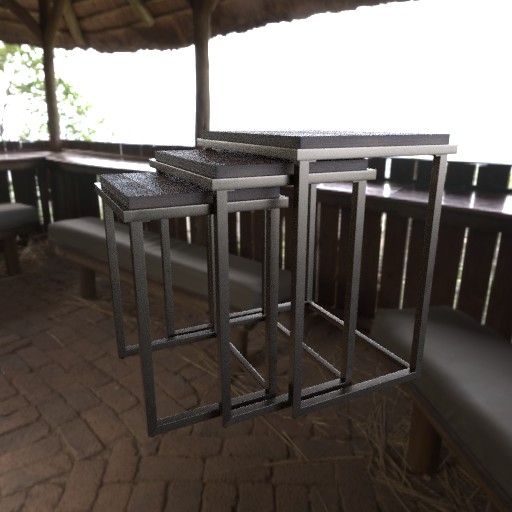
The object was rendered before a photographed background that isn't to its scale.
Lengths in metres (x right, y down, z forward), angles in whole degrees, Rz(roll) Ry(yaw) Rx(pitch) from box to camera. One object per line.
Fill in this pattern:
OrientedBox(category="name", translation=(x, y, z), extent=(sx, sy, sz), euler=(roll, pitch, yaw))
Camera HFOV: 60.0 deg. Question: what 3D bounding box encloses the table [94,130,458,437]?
OrientedBox(category="table", translation=(0.000, 0.000, 1.138), extent=(0.706, 0.610, 0.559), euler=(-8, 19, -25))
